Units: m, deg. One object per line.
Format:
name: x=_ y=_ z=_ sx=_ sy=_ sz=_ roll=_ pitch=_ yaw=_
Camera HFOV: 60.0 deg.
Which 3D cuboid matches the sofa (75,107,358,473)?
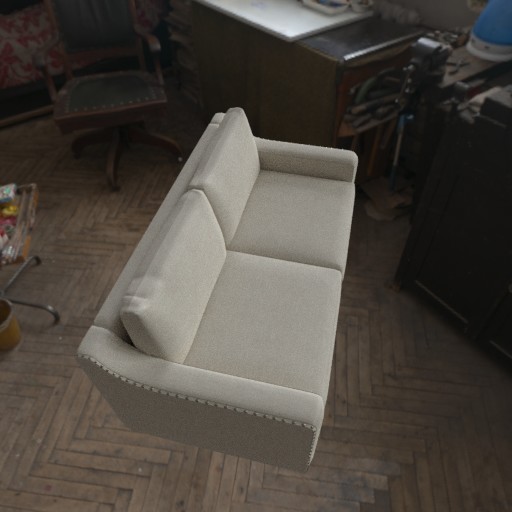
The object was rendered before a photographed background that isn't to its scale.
sofa: x=0.000 y=0.000 z=2.736 sx=1.104 sy=0.983 sz=2.107 roll=10 pitch=48 yaw=9
